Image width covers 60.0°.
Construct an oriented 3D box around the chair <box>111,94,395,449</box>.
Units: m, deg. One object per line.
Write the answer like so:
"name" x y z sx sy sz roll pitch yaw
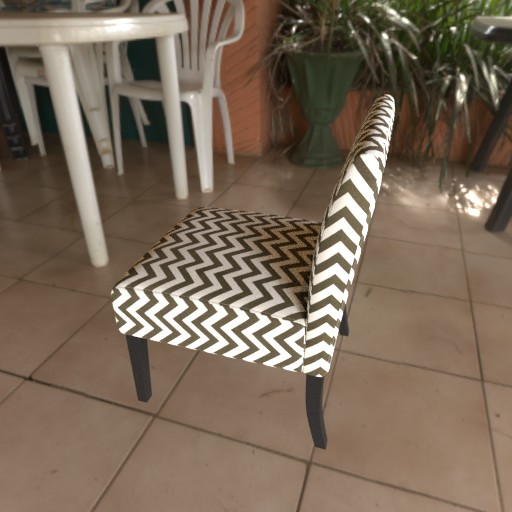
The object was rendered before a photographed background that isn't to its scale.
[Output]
"chair" 0.000 0.000 1.289 0.648 0.838 0.589 9 31 15
